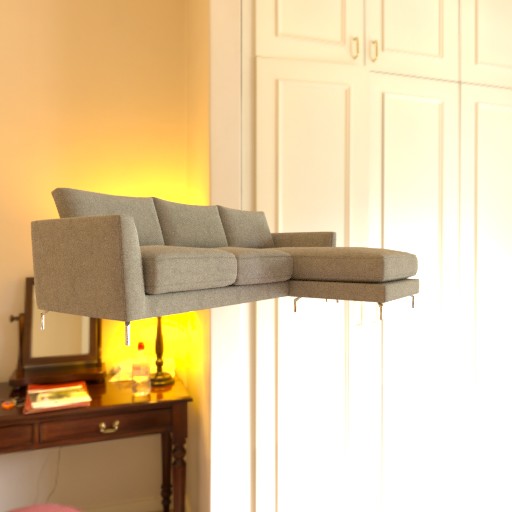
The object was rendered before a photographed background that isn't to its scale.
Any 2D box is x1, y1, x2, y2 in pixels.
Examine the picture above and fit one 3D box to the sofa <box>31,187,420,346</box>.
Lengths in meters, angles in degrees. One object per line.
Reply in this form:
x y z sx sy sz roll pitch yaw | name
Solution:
0.000 0.000 3.123 1.626 0.864 2.438 0 1 35 | sofa
